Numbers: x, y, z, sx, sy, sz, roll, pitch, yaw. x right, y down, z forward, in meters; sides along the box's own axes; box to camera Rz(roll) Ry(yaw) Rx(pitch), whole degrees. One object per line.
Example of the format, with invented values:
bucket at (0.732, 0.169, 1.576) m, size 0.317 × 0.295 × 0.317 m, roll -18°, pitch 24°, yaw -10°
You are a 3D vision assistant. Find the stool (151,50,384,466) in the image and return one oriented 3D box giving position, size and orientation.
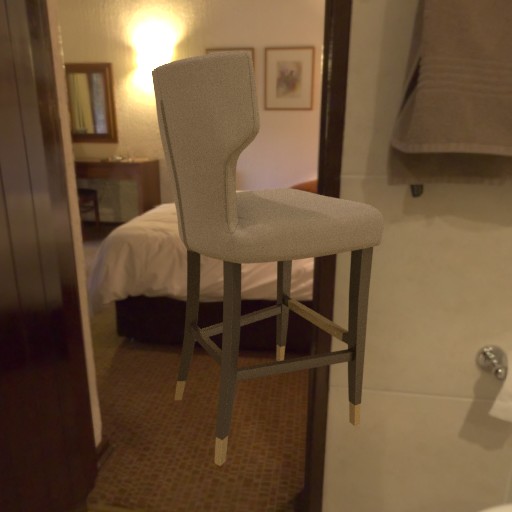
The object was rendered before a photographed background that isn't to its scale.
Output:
stool at (0.000, 0.000, 1.382) m, size 0.563 × 1.092 × 0.526 m, roll -9°, pitch 18°, yaw -28°
